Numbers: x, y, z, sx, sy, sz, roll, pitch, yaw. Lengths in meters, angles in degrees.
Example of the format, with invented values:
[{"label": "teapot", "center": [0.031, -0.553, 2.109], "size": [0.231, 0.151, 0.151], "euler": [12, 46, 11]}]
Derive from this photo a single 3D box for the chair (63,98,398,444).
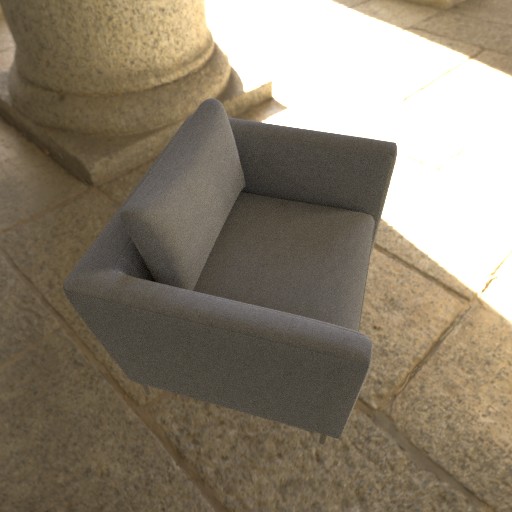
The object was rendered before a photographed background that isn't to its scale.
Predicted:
[{"label": "chair", "center": [0.000, 0.000, 1.682], "size": [0.889, 0.864, 1.041], "euler": [12, 48, 11]}]
